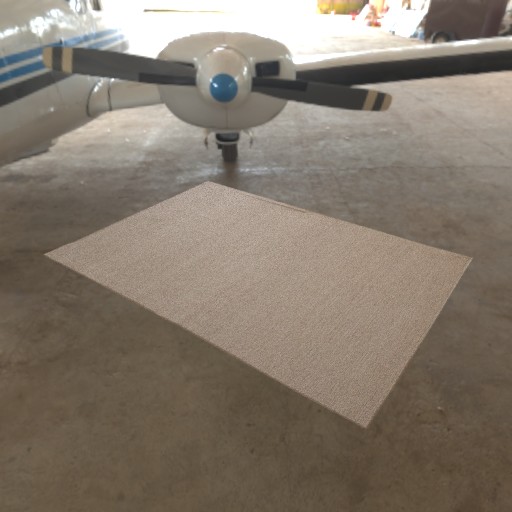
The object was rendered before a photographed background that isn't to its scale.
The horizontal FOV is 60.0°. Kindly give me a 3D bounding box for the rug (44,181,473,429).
[{"bbox_3d":[0.000,0.000,3.609,2.869,0.038,2.032,21,37,31],"label":"rug"}]
